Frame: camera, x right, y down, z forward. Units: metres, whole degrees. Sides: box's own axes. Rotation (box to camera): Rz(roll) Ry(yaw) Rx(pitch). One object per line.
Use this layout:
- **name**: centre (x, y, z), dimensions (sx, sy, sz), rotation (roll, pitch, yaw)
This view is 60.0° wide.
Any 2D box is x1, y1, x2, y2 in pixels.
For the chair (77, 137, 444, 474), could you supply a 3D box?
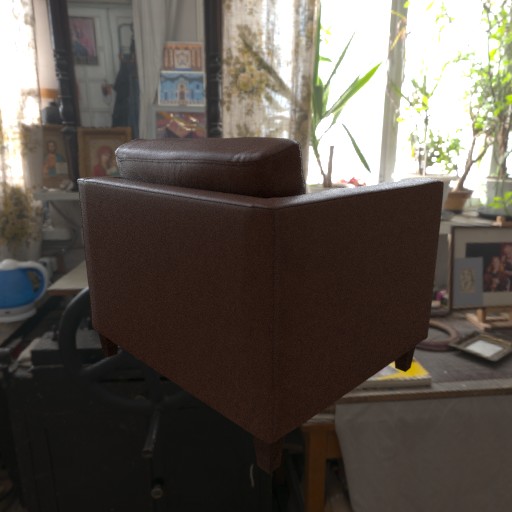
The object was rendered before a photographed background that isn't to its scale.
- **chair**: centre (0.000, 0.000, 1.764), dimensions (0.959, 0.917, 1.107), rotation (-14, 21, -43)
